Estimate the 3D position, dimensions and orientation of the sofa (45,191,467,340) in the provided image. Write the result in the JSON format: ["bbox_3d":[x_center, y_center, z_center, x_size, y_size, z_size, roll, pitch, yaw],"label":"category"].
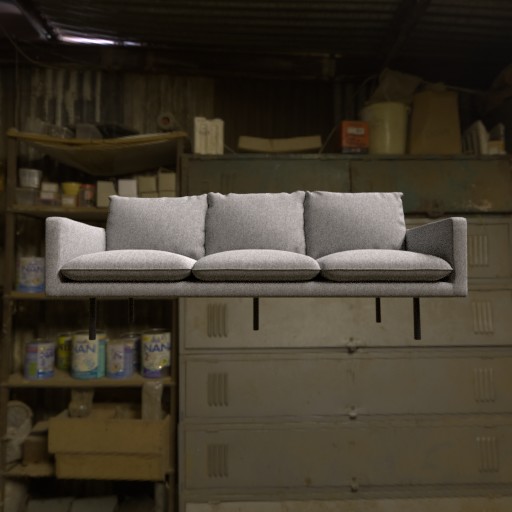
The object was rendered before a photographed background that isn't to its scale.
[{"bbox_3d":[0.000,0.000,2.478,2.000,0.830,0.850,0,-2,0],"label":"sofa"}]
